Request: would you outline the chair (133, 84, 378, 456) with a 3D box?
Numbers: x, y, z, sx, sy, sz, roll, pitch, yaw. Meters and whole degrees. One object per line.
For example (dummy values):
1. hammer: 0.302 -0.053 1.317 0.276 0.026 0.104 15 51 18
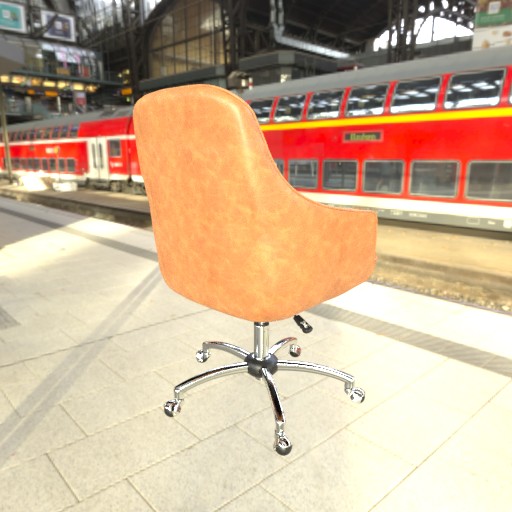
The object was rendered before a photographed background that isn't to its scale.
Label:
1. chair: 0.000 0.000 1.348 0.615 0.909 0.628 -12 18 -43
